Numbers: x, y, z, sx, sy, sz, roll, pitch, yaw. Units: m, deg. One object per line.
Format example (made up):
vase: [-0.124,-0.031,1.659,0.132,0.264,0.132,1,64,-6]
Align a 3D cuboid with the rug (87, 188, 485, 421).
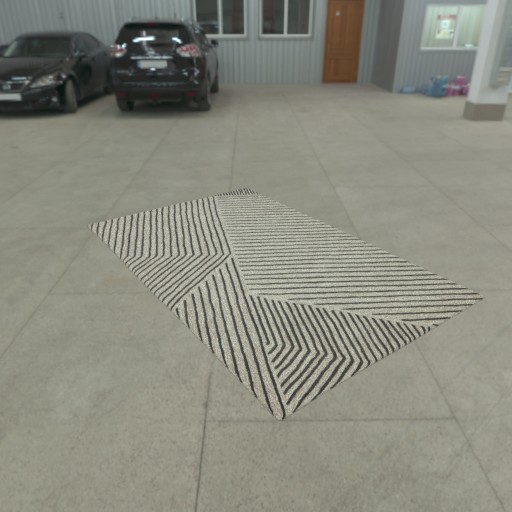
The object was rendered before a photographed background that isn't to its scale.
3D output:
rug: [0.000,0.000,3.024,1.539,0.023,2.406,-19,33,-32]
